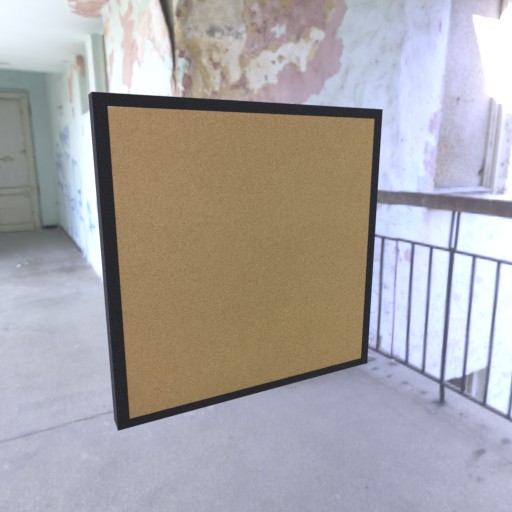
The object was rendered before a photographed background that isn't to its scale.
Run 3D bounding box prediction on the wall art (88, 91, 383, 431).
[{"bbox_3d":[0.000,0.000,0.772,0.508,0.507,0.033,-7,14,-27],"label":"wall art"}]
